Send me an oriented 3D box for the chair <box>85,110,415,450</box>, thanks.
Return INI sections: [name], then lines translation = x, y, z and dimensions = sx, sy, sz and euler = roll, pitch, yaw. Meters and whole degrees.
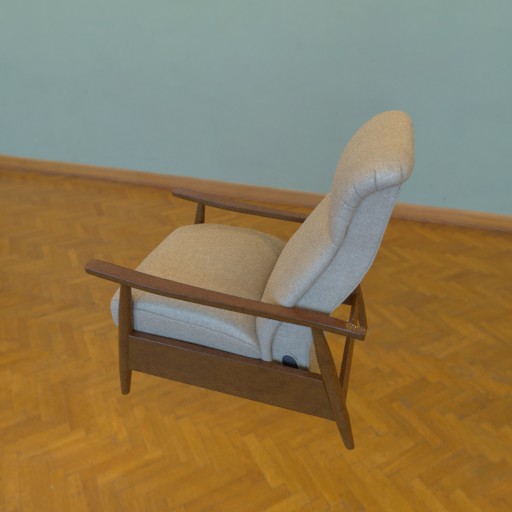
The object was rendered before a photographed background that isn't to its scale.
[chair]
translation = 0.000, 0.000, 1.766
dimensions = 1.030, 1.082, 0.762
euler = 8, 32, 14
